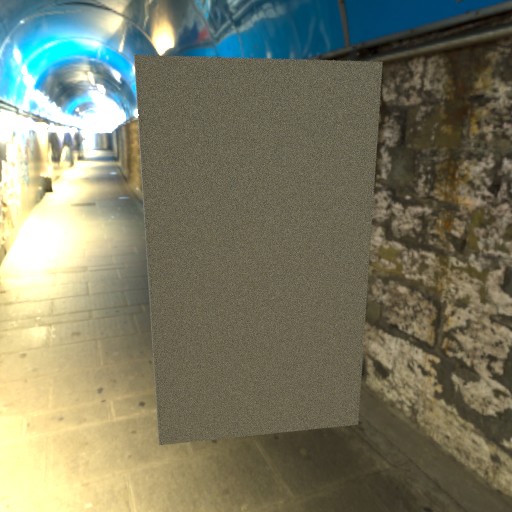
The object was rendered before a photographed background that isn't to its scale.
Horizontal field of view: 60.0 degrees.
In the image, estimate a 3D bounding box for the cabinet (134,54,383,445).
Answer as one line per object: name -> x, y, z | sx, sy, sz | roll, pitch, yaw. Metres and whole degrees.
cabinet -> 0.000, 0.000, 2.695 | 1.250, 2.160, 0.480 | -2, 15, -9
